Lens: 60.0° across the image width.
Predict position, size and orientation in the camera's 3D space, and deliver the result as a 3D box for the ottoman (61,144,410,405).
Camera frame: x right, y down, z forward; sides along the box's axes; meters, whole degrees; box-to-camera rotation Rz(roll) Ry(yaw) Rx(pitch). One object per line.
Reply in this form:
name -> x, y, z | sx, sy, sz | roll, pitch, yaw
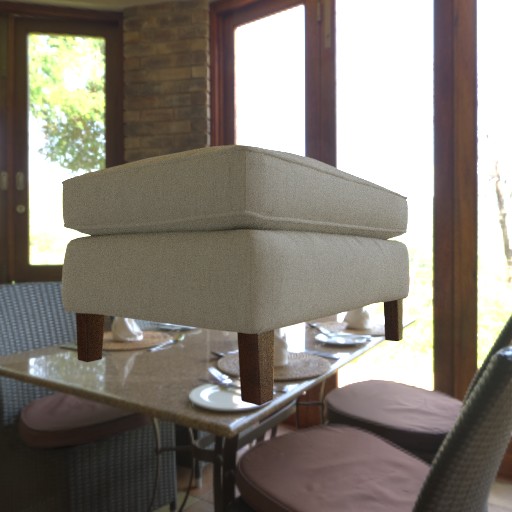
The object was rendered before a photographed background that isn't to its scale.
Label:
ottoman -> 0.000, 0.000, 0.963 | 0.501, 0.406, 0.665 | 0, 0, 37
